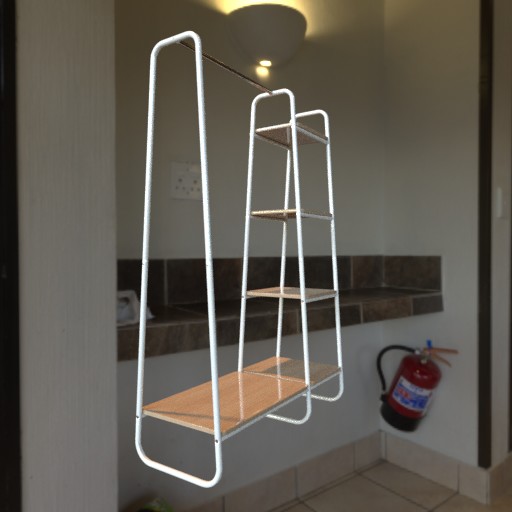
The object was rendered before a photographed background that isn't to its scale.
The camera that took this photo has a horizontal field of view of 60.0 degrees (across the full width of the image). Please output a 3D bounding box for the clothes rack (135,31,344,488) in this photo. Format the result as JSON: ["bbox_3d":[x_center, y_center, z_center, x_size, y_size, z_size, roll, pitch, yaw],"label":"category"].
[{"bbox_3d":[0.000,0.000,1.923,0.400,1.500,1.011,1,1,34],"label":"clothes rack"}]
